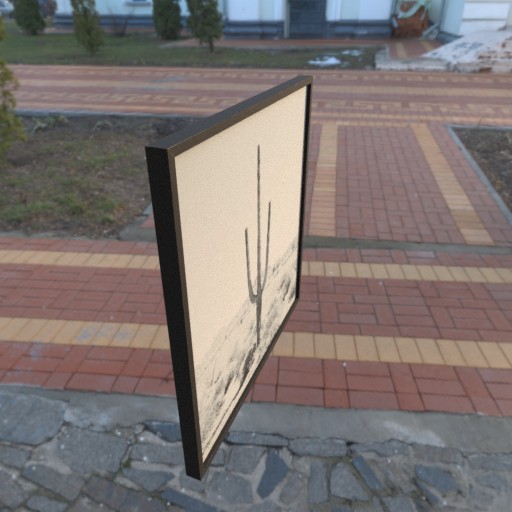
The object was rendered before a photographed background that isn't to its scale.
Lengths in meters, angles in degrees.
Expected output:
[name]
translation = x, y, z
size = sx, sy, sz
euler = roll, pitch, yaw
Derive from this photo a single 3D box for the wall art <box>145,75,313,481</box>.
[wall art]
translation = 0.000, 0.000, 1.126
size = 0.038, 0.762, 0.762
euler = 11, 32, 19
